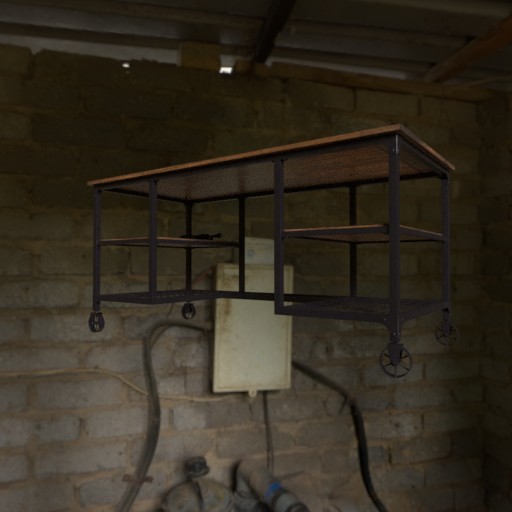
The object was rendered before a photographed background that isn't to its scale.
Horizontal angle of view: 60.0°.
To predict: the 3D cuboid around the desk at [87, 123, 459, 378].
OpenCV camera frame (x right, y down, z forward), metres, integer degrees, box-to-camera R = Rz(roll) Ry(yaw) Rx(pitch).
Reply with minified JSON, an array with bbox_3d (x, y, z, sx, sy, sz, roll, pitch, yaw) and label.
[{"bbox_3d":[0.000,0.000,2.033,1.590,0.751,0.711,-1,-1,36],"label":"desk"}]
